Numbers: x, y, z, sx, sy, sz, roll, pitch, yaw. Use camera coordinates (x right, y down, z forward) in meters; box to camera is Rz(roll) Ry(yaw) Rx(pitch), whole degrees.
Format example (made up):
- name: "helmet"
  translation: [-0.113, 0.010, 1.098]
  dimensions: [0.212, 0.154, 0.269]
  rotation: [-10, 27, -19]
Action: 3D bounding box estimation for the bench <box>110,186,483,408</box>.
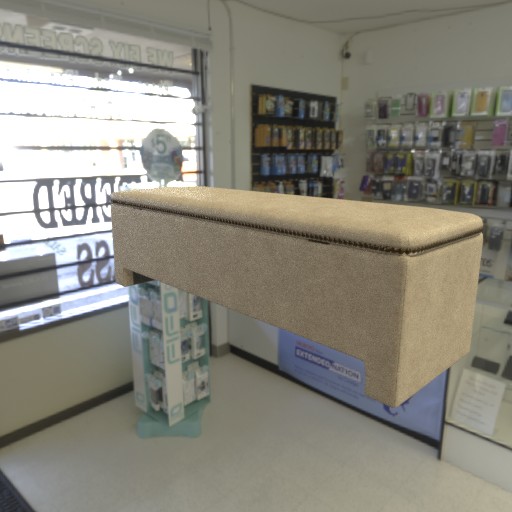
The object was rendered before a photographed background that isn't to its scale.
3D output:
- name: "bench"
  translation: [0.000, 0.000, 1.699]
  dimensions: [0.470, 0.447, 1.482]
  rotation: [-12, 18, -42]
